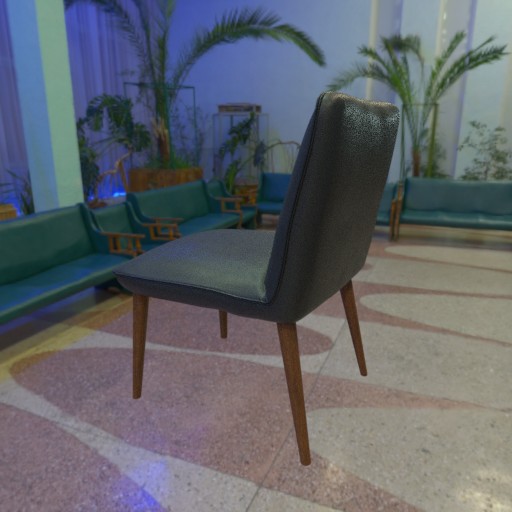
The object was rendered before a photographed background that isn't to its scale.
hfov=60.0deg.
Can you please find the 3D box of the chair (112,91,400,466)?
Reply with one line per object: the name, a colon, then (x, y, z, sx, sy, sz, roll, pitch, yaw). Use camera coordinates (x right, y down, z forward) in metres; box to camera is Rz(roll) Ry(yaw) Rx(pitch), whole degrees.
chair: (0.000, 0.000, 1.213, 0.645, 0.801, 0.543, 7, 17, 25)
